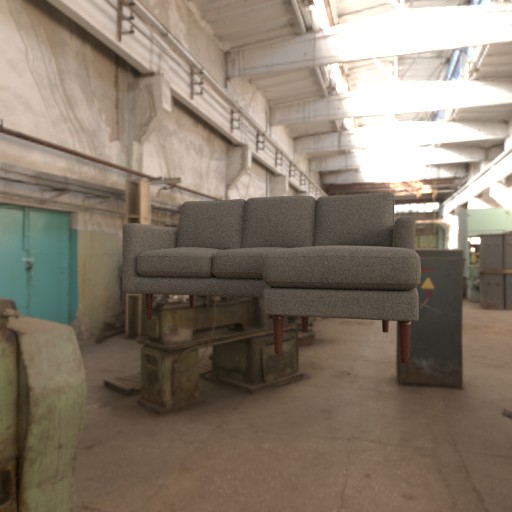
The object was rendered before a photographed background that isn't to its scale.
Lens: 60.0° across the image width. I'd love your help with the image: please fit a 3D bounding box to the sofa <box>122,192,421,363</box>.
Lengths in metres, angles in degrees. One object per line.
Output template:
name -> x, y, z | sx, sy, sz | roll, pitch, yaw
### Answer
sofa -> 0.000, 0.000, 3.008 | 2.055, 0.957, 1.667 | 0, 0, 19
